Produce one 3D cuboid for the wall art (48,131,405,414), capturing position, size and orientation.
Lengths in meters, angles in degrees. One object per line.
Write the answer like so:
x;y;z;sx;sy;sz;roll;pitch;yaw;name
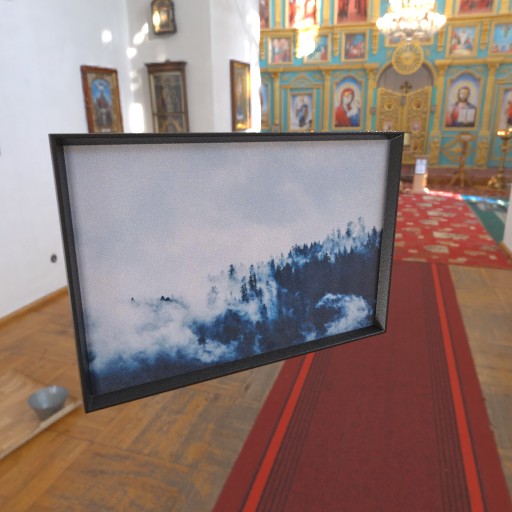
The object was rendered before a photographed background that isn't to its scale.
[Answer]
0.000;0.000;1.190;0.939;0.640;0.058;-8;18;-26;wall art
